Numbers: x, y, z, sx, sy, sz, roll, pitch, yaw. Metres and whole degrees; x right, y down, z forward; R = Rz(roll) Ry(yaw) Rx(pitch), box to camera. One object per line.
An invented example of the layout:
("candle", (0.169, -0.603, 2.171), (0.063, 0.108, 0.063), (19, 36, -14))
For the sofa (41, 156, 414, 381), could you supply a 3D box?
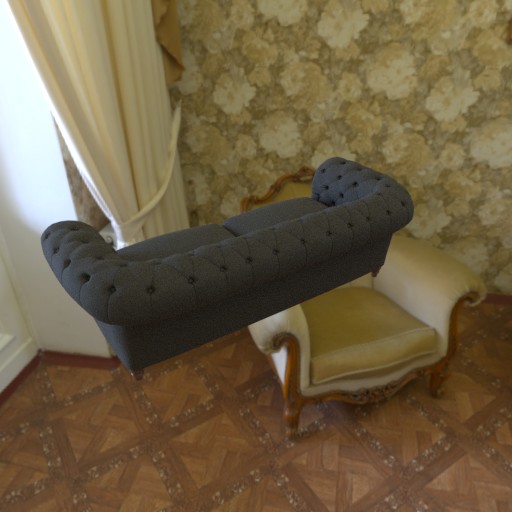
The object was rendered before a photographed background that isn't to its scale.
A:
("sofa", (0.000, 0.000, 2.889), (2.362, 0.762, 0.991), (-19, 35, -29))
